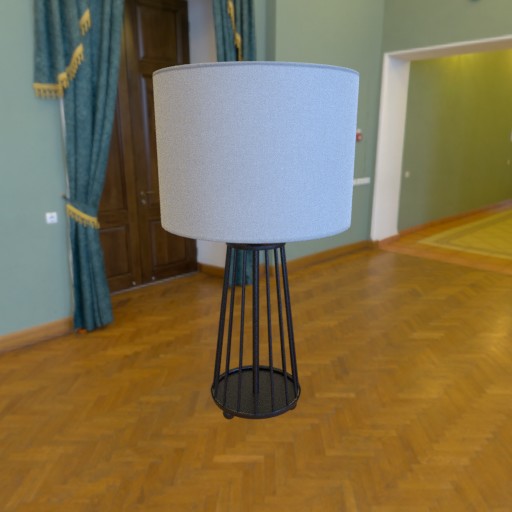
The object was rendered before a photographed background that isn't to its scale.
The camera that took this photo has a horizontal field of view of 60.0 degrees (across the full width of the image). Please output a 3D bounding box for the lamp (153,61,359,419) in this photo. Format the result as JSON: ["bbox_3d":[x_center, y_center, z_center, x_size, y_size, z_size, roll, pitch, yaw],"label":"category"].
[{"bbox_3d":[0.000,0.000,0.786,0.322,0.593,0.322,15,22,43],"label":"lamp"}]
